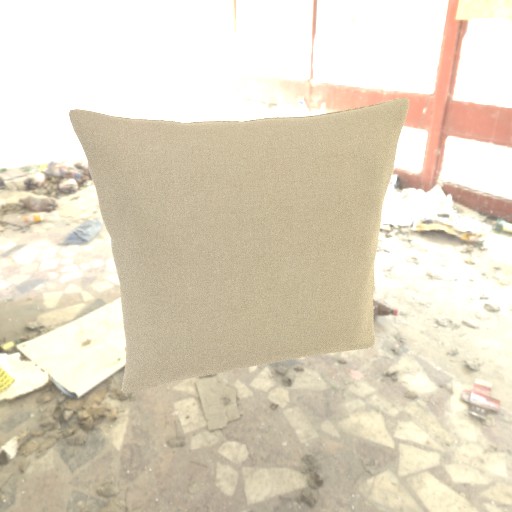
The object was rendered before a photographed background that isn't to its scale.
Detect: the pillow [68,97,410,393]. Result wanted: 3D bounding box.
[{"bbox_3d":[0.000,0.000,0.771,0.523,0.510,0.166,-7,27,-13],"label":"pillow"}]
